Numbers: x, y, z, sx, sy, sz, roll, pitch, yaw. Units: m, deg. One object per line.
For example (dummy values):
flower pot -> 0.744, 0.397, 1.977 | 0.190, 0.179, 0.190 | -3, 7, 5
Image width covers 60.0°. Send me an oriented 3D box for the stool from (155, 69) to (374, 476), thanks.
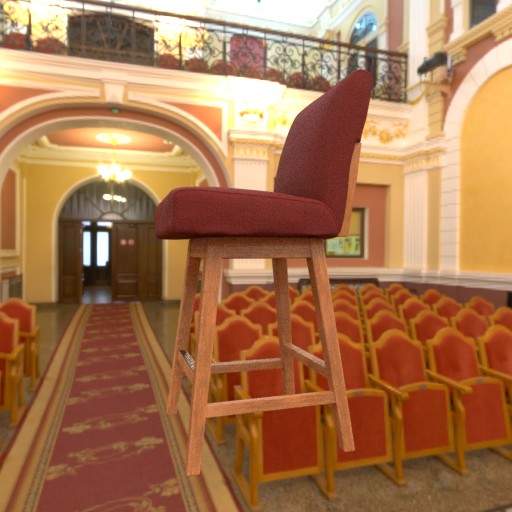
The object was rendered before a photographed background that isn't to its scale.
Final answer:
stool -> 0.000, 0.000, 1.326 | 0.562, 1.038, 0.468 | 0, 1, -18
